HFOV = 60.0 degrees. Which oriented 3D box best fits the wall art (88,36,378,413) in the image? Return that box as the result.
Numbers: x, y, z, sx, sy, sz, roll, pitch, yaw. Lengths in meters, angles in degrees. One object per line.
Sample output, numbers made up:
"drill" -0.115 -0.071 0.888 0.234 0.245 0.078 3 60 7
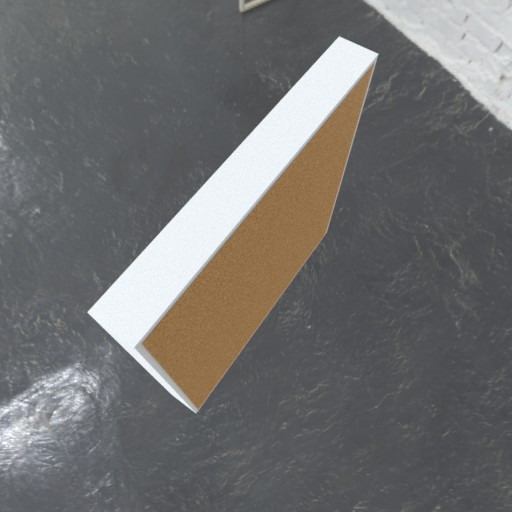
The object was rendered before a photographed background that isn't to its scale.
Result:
"wall art" 0.000 0.000 0.458 0.038 0.304 0.305 32 68 15
